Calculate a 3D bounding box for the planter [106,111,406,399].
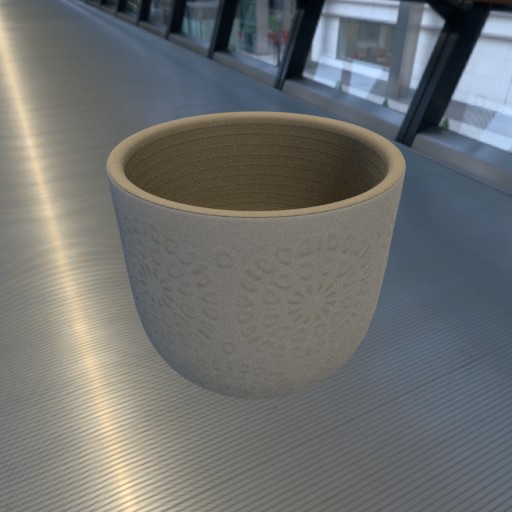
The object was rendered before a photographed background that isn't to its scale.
[{"bbox_3d":[0.000,0.000,0.220,0.124,0.109,0.124,0,33,0],"label":"planter"}]
